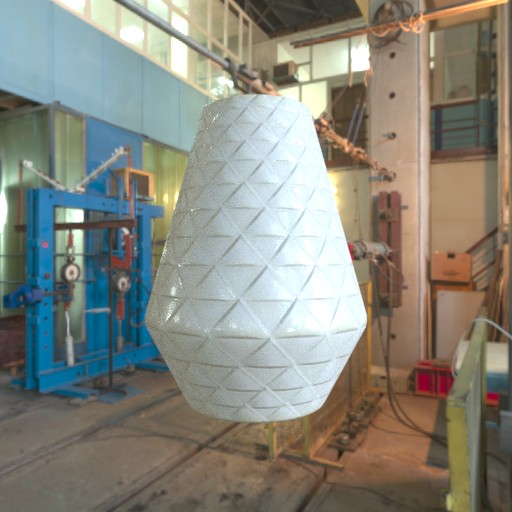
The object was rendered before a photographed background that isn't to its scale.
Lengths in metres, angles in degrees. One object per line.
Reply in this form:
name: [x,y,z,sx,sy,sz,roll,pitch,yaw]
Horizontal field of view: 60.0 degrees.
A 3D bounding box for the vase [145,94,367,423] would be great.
vase: [0.000,0.000,0.359,0.175,0.230,0.175,0,0,0]
